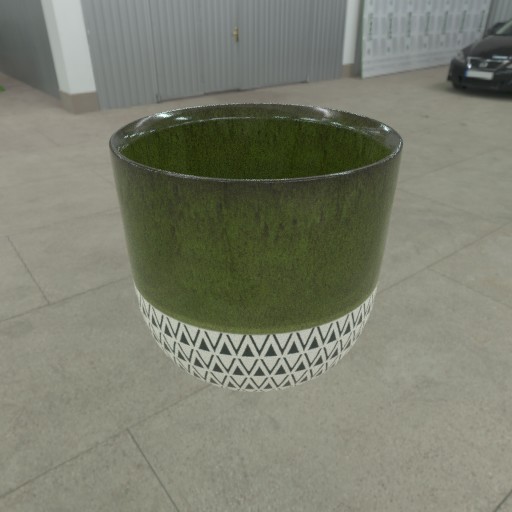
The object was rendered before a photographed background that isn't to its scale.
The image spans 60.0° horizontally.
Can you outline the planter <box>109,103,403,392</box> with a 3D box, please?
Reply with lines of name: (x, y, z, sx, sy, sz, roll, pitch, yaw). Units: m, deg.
planter: (0.000, 0.000, 0.482, 0.266, 0.270, 0.266, 0, 30, 0)
